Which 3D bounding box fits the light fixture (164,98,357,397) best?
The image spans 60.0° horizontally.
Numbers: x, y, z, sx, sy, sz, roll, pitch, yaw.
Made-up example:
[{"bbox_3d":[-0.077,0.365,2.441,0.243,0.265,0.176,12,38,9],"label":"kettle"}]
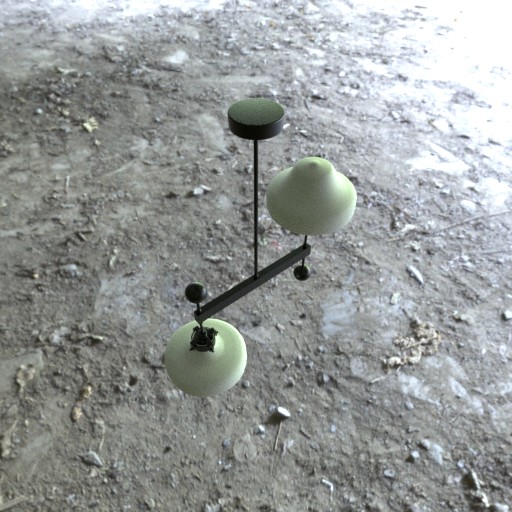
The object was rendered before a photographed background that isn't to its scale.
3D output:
[{"bbox_3d":[0.000,0.000,1.058,0.422,0.743,0.489,10,47,9],"label":"light fixture"}]
